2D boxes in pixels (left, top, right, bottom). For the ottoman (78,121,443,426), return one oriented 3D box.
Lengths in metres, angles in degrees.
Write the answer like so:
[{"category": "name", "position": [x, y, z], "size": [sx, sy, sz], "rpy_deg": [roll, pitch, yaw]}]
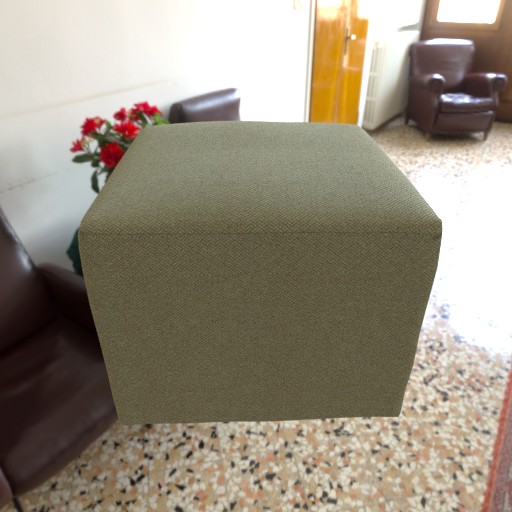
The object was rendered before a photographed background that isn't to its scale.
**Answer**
[{"category": "ottoman", "position": [0.000, 0.000, 0.902], "size": [0.512, 0.453, 0.521], "rpy_deg": [-1, 32, -2]}]
